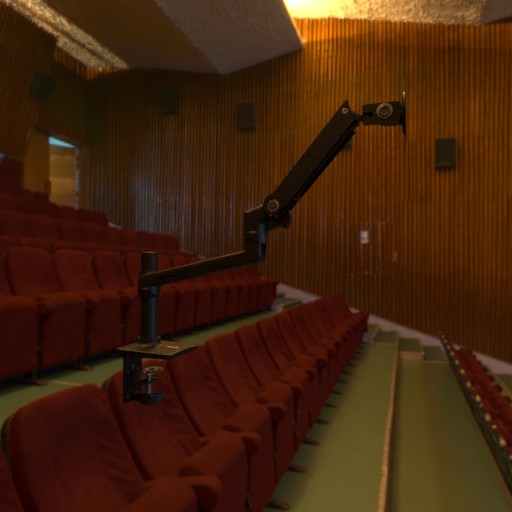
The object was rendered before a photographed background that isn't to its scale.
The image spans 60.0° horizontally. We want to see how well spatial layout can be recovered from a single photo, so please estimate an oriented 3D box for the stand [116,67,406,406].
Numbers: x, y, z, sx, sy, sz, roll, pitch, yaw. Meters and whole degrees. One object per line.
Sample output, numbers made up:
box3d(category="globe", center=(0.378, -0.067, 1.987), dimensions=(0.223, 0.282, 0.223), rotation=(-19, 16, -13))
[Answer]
box3d(category="stand", center=(0.000, 0.000, 1.005), dimensions=(0.650, 0.713, 0.152), rotation=(-1, -2, 18))
